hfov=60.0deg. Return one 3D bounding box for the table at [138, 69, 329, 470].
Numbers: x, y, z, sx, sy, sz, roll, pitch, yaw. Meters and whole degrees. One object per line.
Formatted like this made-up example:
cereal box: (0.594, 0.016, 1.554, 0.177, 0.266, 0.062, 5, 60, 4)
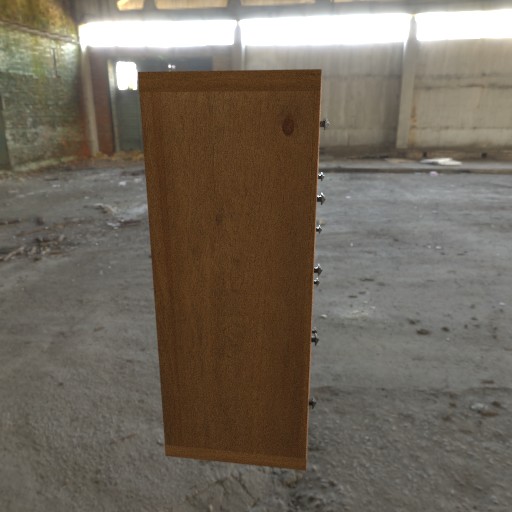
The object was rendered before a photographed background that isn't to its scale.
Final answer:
table: (0.000, 0.000, 1.783, 0.524, 1.294, 0.901, 2, 17, 8)
